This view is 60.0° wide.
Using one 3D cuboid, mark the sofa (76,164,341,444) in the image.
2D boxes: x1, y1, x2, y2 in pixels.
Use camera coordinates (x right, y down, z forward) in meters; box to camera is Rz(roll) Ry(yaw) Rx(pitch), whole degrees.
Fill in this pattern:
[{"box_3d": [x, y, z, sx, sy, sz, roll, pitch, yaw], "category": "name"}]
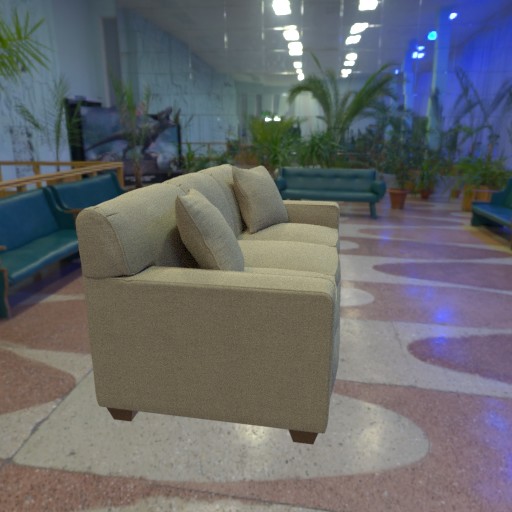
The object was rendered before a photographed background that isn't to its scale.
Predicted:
[{"box_3d": [0.000, 0.000, 2.587, 0.997, 0.958, 2.024, 3, 16, 10], "category": "sofa"}]
